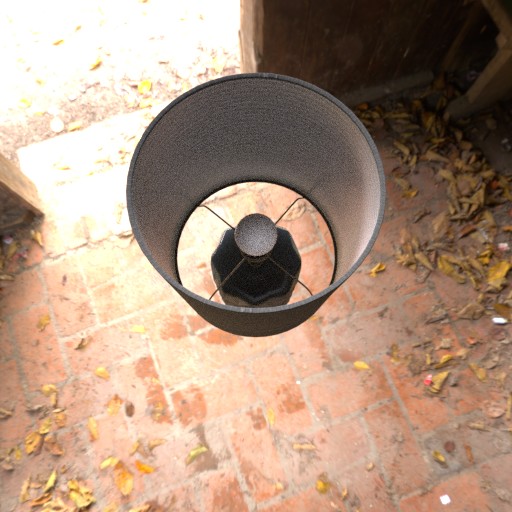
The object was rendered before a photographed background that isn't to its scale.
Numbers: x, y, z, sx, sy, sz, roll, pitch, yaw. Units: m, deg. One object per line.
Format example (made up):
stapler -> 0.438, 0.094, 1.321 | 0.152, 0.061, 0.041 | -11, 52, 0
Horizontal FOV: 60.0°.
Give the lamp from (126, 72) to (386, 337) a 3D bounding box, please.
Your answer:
lamp -> 0.000, 0.000, 0.731 | 0.269, 0.566, 0.268 | 39, 78, 10
